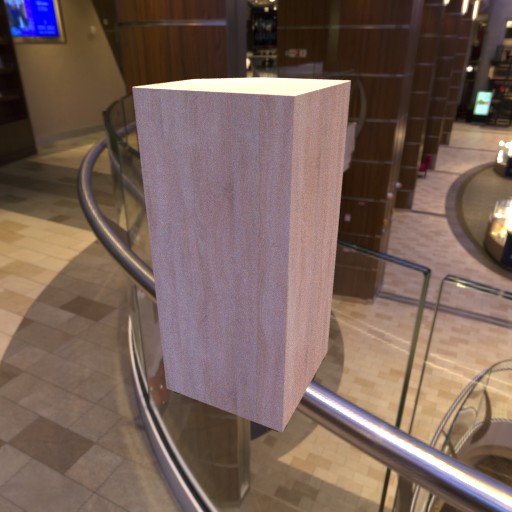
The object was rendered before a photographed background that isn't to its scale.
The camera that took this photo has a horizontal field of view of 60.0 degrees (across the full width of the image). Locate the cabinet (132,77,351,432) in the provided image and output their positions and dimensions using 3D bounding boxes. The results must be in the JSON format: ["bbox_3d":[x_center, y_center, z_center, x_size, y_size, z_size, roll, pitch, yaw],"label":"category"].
[{"bbox_3d":[0.000,0.000,2.939,1.327,2.120,1.094,-8,27,-17],"label":"cabinet"}]
